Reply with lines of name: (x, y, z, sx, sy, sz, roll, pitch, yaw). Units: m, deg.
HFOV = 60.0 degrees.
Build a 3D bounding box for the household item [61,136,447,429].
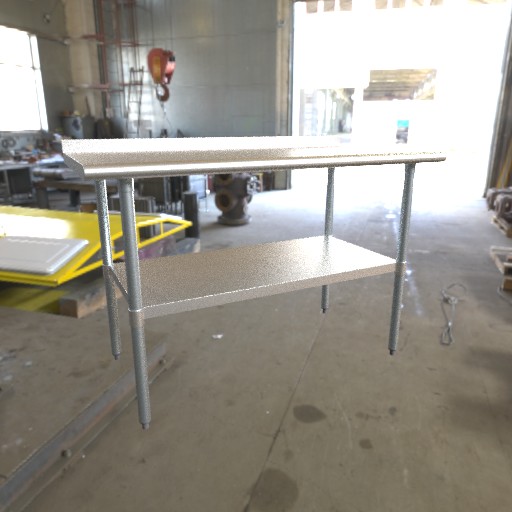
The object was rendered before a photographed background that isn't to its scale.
household item: (0.000, 0.000, 1.676, 1.219, 0.851, 0.610, -8, 18, -26)
